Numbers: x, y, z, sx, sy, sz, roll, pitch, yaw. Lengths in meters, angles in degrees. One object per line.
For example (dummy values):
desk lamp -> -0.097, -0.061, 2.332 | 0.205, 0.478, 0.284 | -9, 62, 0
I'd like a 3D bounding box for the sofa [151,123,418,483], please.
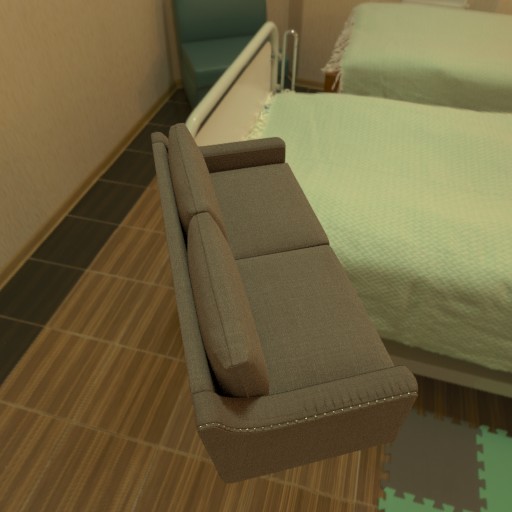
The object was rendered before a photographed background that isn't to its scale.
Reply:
sofa -> 0.000, 0.000, 2.669 | 1.000, 0.857, 2.208 | -10, 46, -10
